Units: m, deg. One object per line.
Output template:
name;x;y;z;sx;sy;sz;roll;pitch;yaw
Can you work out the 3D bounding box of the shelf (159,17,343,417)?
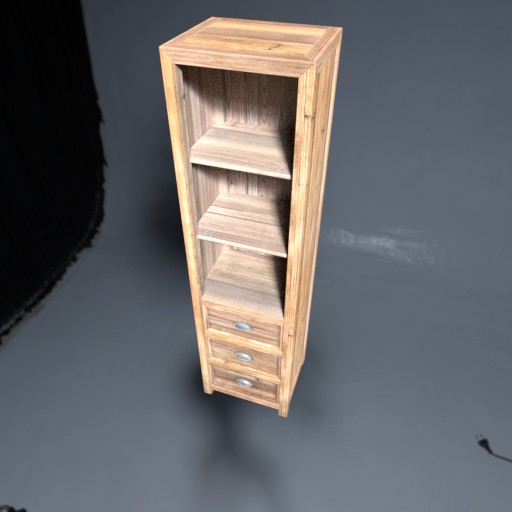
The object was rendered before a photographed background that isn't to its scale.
shelf;0.000;0.000;2.080;0.500;1.900;0.428;12;42;14
